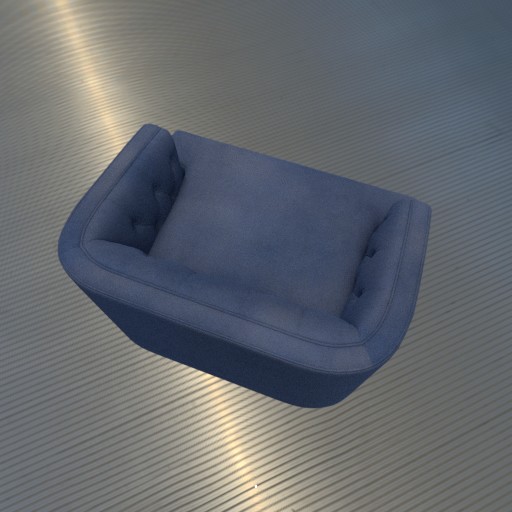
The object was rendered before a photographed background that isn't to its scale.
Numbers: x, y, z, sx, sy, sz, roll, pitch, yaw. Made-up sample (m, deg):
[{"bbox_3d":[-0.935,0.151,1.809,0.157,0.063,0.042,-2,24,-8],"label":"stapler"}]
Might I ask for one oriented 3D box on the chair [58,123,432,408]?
[{"bbox_3d":[0.000,0.000,1.738,1.118,0.787,0.914,18,64,9],"label":"chair"}]
